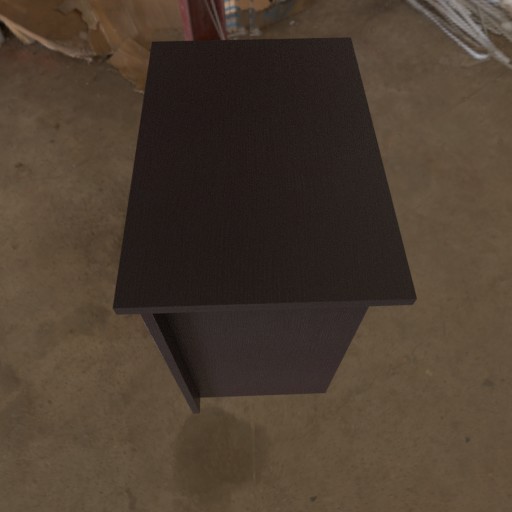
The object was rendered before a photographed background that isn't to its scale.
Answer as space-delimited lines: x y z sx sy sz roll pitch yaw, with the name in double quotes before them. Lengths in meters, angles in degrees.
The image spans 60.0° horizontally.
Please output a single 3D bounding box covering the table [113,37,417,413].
"table" 0.000 0.000 1.043 0.408 0.711 0.589 -2 58 -1
